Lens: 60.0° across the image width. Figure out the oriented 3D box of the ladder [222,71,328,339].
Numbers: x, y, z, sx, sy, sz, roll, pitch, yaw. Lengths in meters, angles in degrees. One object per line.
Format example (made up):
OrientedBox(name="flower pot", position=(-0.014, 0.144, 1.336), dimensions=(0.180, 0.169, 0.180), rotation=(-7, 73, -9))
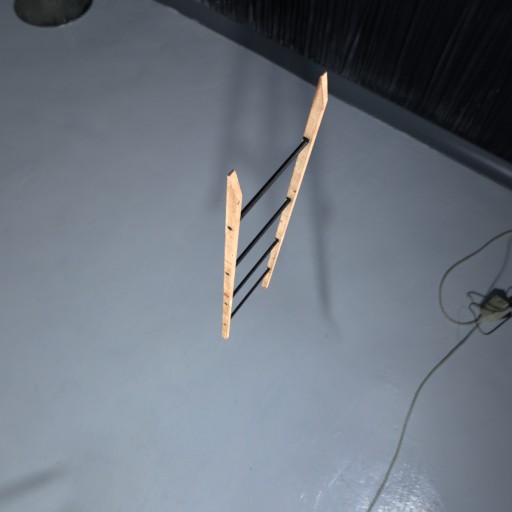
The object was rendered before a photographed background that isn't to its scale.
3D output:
OrientedBox(name="ladder", position=(0.000, 0.000, 1.975), dimensions=(0.200, 1.805, 0.442), rotation=(34, 69, 15))
